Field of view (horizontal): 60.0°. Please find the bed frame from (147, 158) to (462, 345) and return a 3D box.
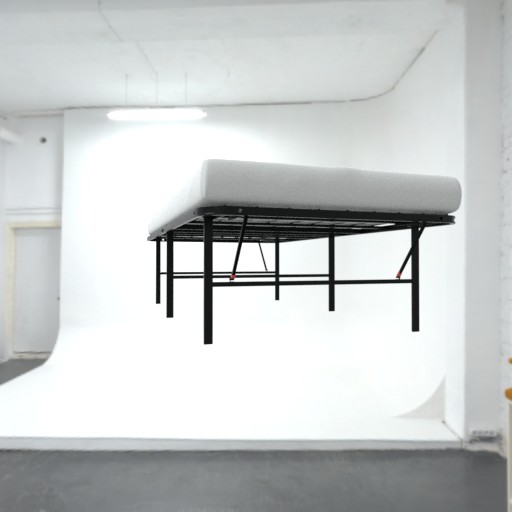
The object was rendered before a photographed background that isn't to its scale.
[{"bbox_3d":[0.000,0.000,2.357,0.989,0.619,1.903,0,-1,-19],"label":"bed frame"}]
